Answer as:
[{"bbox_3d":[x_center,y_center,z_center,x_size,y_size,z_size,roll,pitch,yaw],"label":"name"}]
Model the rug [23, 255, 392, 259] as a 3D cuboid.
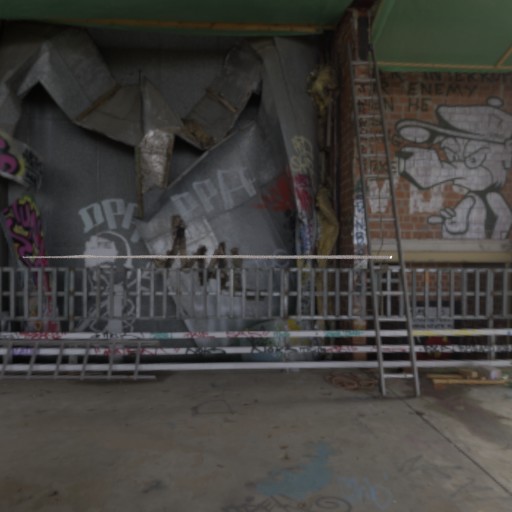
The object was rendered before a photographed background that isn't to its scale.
[{"bbox_3d":[0.000,0.000,4.165,2.448,0.021,3.051,0,0,17],"label":"rug"}]
